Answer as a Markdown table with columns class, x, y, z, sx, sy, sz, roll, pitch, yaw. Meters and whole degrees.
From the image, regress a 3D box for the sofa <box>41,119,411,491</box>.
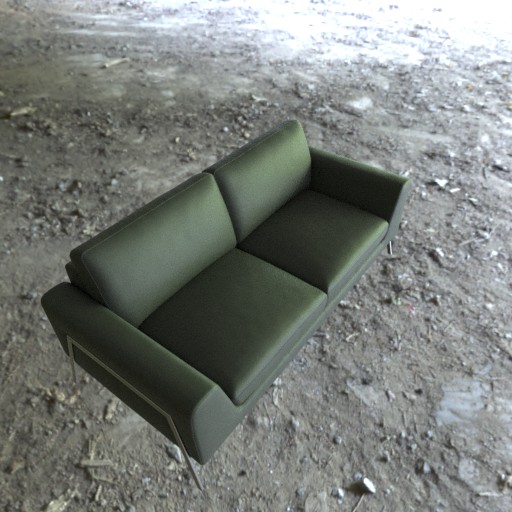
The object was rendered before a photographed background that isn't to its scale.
| class | x | y | z | sx | sy | sz | roll | pitch | yaw |
| --- | --- | --- | --- | --- | --- | --- | --- | --- | --- |
| sofa | 0.000 | 0.000 | 2.486 | 0.953 | 0.875 | 2.017 | 26 | 47 | 27 |
